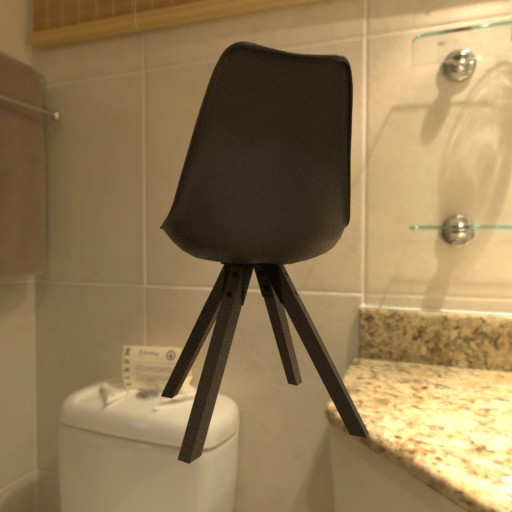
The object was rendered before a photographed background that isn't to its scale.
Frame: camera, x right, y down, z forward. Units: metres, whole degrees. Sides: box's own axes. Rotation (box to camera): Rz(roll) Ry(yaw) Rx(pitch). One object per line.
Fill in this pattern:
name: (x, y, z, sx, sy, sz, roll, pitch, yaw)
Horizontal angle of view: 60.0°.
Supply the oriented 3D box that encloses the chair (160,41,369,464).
chair: (0.000, 0.000, 1.153, 0.485, 0.850, 0.550, 0, 2, -17)
